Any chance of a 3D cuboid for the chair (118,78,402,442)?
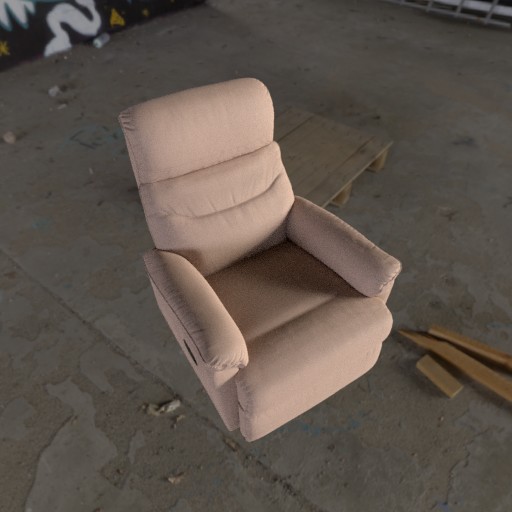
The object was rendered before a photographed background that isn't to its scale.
[{"bbox_3d":[0.000,0.000,1.758,0.820,1.037,1.004,-24,49,-22],"label":"chair"}]
